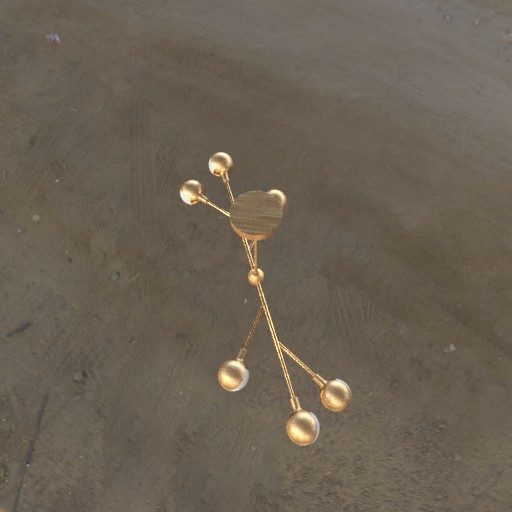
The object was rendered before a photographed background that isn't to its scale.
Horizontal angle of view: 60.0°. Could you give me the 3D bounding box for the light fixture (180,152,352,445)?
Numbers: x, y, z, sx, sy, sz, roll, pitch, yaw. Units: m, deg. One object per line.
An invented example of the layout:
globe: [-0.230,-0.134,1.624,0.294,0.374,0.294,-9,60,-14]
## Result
light fixture: [0.000,0.000,1.009,0.434,0.362,0.778,0,63,0]
